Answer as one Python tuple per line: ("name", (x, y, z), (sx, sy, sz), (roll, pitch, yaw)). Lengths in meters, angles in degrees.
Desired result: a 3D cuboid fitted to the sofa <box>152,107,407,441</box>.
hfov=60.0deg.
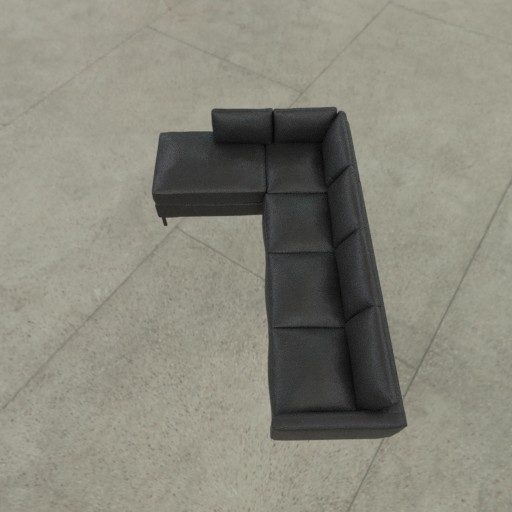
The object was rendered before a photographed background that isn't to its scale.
("sofa", (0.000, 0.000, 3.865), (1.938, 0.877, 2.984), (-1, 58, -1))
